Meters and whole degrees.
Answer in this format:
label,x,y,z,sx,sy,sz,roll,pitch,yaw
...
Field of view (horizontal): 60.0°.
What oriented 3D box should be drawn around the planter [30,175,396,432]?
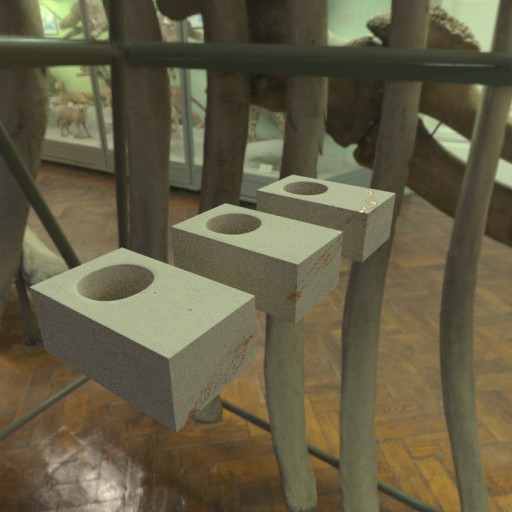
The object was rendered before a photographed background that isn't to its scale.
label,x,y,z,sx,sy,sz,roll,pitch,yaw
planter,0.000,0.000,0.389,0.127,0.051,0.333,17,30,31
